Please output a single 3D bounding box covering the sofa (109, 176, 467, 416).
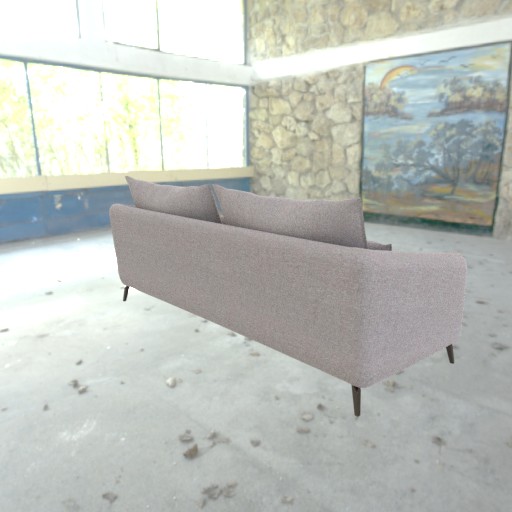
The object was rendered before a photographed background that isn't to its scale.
[{"bbox_3d":[0.000,0.000,2.474,0.809,0.833,2.022,-13,19,-43],"label":"sofa"}]
